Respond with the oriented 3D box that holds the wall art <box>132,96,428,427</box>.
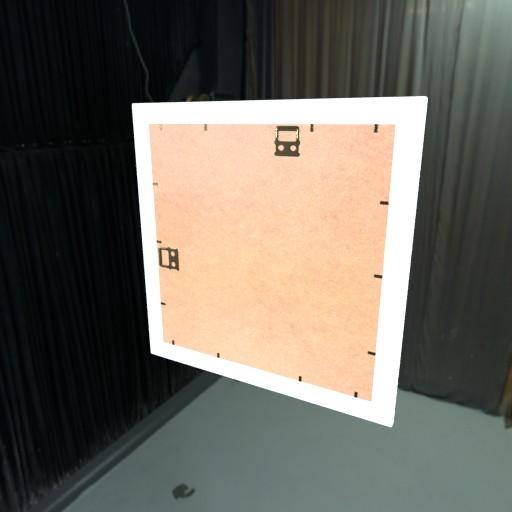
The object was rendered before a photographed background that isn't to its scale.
[{"bbox_3d":[0.000,0.000,0.882,0.584,0.584,0.013,9,19,27],"label":"wall art"}]
